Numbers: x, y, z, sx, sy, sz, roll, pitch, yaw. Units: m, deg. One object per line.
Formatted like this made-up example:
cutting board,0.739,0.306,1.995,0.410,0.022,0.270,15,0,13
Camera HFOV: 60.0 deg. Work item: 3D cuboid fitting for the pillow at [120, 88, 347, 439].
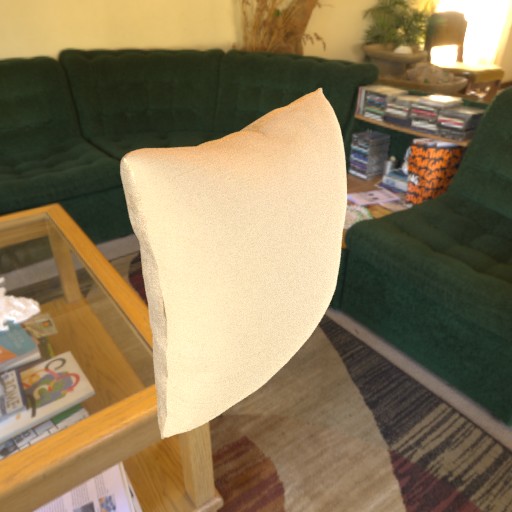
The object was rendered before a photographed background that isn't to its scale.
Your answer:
pillow,0.000,0.000,0.709,0.245,0.448,0.450,21,37,30
